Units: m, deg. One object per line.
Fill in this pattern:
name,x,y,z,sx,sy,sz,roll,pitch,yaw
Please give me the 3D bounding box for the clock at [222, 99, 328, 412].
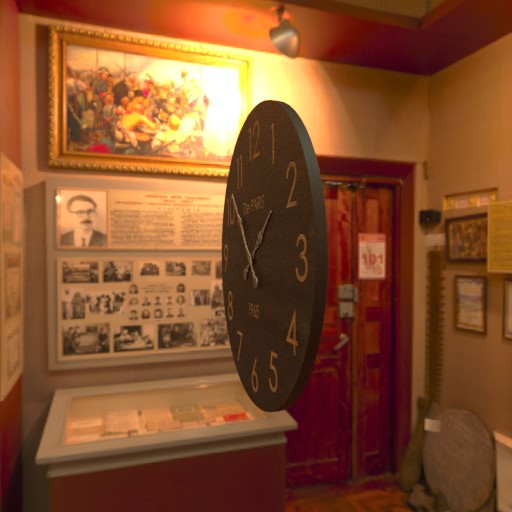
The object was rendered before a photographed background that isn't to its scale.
clock,0.000,0.000,0.893,0.029,0.595,0.595,0,1,-17
